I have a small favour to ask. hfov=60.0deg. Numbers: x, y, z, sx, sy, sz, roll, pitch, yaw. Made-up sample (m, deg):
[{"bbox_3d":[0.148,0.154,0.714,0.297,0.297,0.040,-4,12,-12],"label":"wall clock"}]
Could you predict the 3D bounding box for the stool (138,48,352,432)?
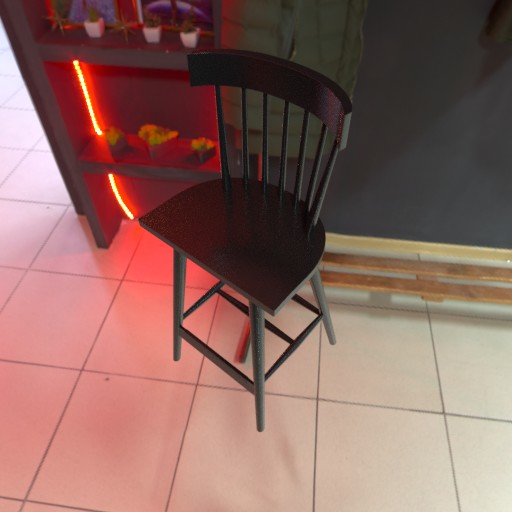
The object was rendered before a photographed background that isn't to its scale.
[{"bbox_3d":[0.000,0.000,1.352,0.482,1.092,0.483,32,55,26],"label":"stool"}]
